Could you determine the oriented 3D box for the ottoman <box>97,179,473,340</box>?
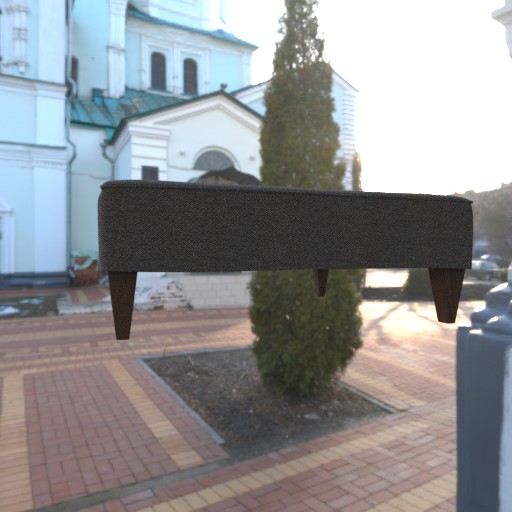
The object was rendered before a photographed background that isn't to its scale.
[{"bbox_3d":[0.000,0.000,1.535,0.981,0.378,0.970,0,0,-16],"label":"ottoman"}]
